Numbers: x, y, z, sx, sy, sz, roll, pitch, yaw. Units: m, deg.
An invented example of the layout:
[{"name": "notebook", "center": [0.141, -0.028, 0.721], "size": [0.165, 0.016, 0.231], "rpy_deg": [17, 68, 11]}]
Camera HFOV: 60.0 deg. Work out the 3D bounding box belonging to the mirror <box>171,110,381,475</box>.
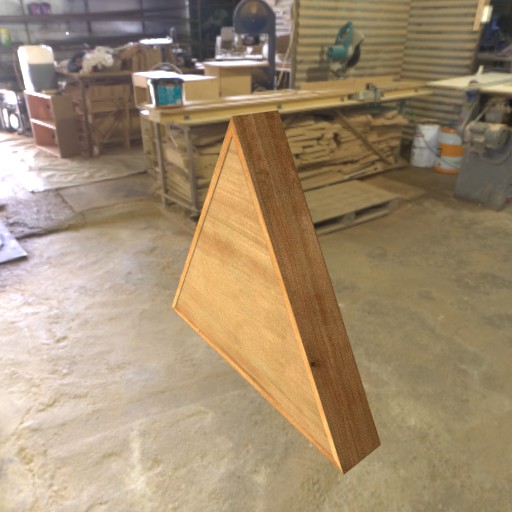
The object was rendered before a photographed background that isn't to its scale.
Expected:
[{"name": "mirror", "center": [0.000, 0.000, 0.879], "size": [0.100, 0.548, 0.631], "rpy_deg": [-19, 33, -32]}]
